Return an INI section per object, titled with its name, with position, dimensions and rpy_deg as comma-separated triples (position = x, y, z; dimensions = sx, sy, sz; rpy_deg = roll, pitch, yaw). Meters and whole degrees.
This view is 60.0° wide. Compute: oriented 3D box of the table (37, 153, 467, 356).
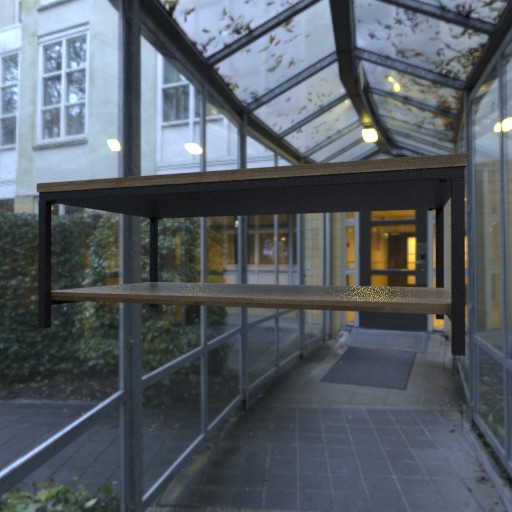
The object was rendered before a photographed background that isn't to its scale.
[table]
position = 0.000, 0.000, 1.300
dimensions = 1.062, 0.393, 0.574
rpy_deg = 0, 0, 19
